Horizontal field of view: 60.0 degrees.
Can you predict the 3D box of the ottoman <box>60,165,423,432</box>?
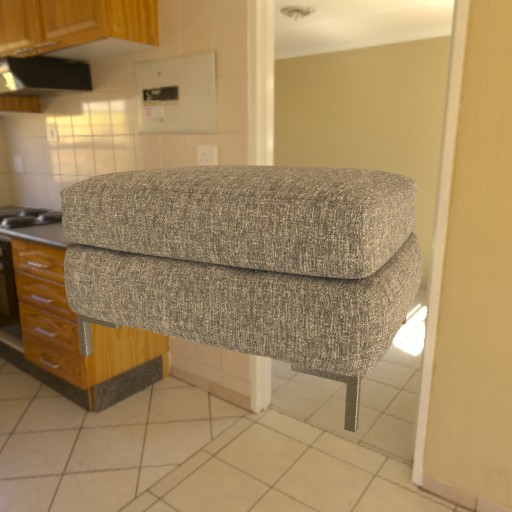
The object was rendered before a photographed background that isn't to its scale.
[{"bbox_3d":[0.000,0.000,1.219,0.828,0.480,0.683,7,15,26],"label":"ottoman"}]
